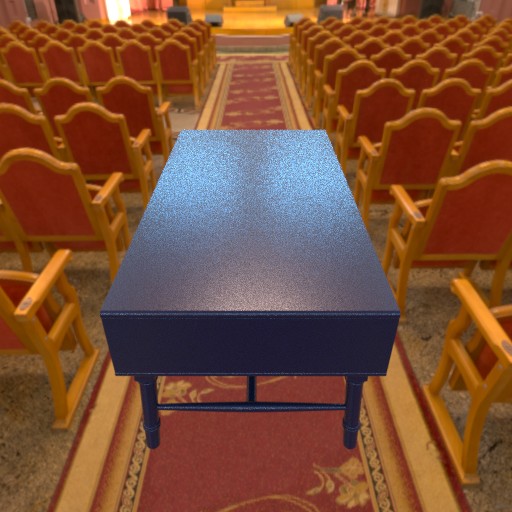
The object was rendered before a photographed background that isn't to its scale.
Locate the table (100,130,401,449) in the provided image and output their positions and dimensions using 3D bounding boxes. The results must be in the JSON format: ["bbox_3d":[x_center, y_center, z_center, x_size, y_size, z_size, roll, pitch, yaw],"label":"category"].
[{"bbox_3d":[0.000,0.000,1.378,0.572,0.457,1.067,0,33,0],"label":"table"}]
